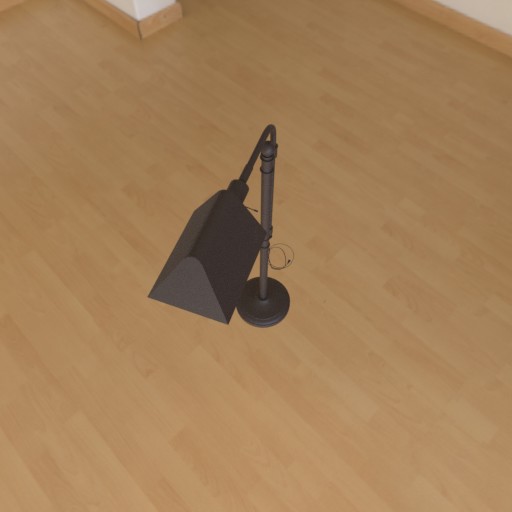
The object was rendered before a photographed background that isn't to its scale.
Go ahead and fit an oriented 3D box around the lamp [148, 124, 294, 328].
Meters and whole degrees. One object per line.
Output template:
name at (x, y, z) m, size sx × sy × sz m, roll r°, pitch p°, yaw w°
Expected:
lamp at (0.000, 0.000, 0.970) m, size 0.159 × 0.708 × 0.545 m, roll 17°, pitch 60°, yaw 10°
